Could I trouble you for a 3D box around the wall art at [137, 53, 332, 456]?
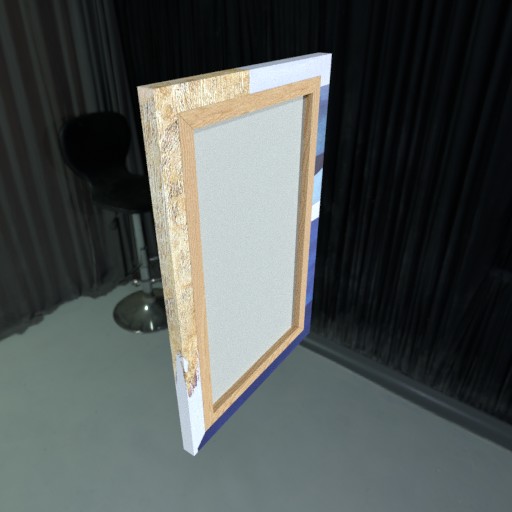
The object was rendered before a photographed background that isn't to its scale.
[{"bbox_3d":[0.000,0.000,1.150,0.039,0.911,0.607,20,36,30],"label":"wall art"}]
